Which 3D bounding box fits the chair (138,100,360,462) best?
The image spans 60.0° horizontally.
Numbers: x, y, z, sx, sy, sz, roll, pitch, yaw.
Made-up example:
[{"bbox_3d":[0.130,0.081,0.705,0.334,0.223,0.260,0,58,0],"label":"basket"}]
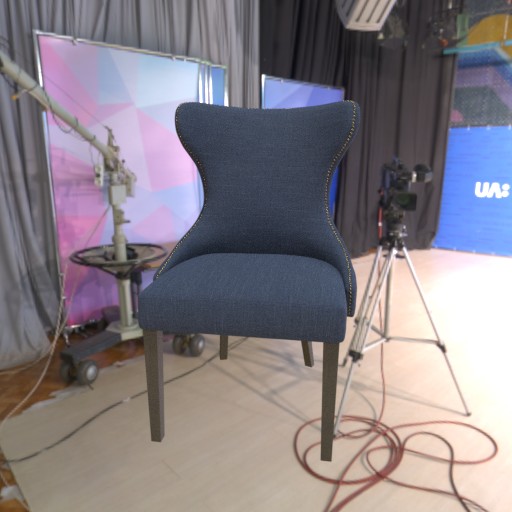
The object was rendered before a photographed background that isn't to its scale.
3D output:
[{"bbox_3d":[0.000,0.000,1.407,0.628,0.967,0.635,2,15,9],"label":"chair"}]
